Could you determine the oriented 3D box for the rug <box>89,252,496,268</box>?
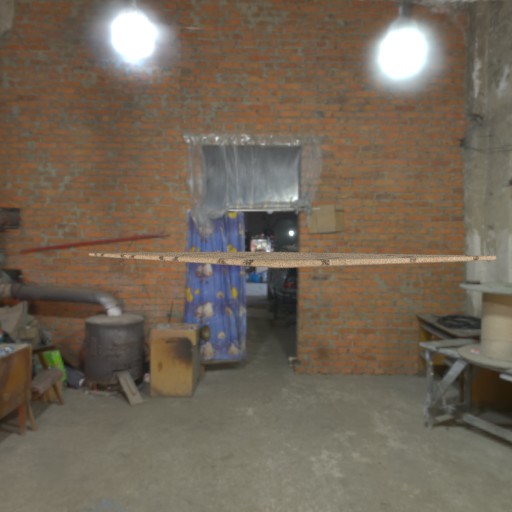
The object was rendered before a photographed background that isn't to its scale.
[{"bbox_3d":[0.000,0.000,2.890,1.501,0.024,2.348,-1,2,-36],"label":"rug"}]
